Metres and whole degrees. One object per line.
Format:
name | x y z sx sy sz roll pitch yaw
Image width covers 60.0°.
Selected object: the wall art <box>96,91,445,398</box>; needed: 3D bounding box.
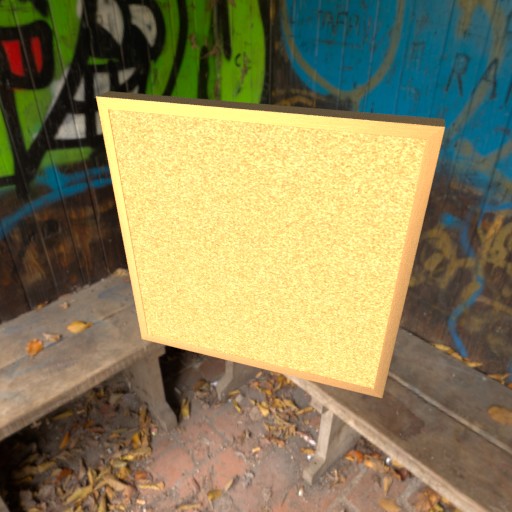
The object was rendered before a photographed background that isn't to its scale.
wall art | 0.000 0.000 0.773 0.510 0.509 0.037 10 34 15
